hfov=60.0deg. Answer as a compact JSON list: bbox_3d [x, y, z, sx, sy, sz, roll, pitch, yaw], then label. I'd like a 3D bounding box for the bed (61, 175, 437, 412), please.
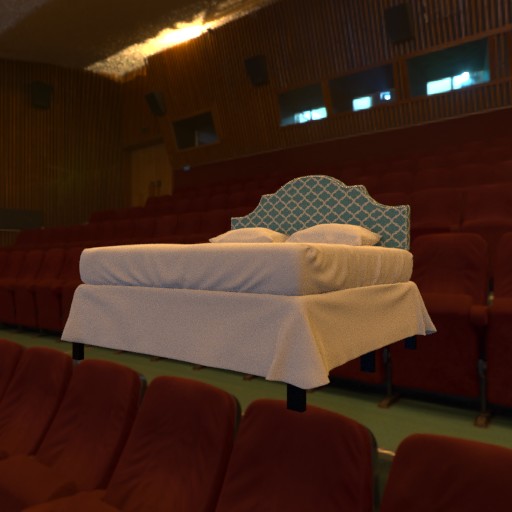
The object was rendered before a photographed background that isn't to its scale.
[{"bbox_3d":[0.000,0.000,3.636,2.314,1.601,2.222,0,0,36],"label":"bed"}]
